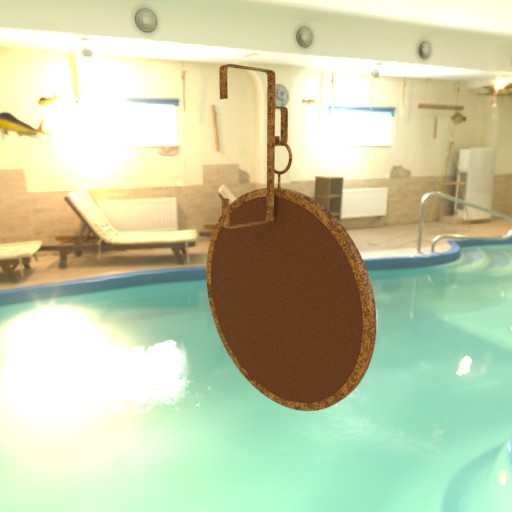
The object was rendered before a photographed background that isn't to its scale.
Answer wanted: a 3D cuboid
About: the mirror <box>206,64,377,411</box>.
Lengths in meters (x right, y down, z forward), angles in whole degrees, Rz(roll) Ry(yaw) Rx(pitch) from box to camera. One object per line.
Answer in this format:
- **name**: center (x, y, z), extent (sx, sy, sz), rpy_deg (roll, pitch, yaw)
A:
- **mirror**: center (0.000, 0.000, 0.827), extent (0.144, 0.651, 0.447), rpy_deg (-13, 19, -41)
